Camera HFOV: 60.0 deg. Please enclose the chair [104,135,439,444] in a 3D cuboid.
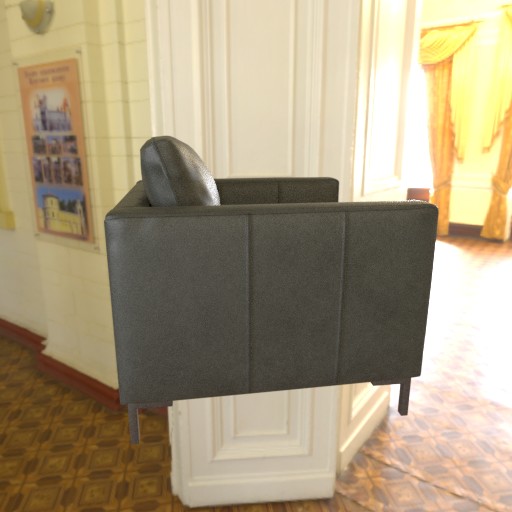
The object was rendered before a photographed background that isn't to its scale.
[{"bbox_3d":[0.000,0.000,1.506,0.861,0.824,0.967,-2,15,-9],"label":"chair"}]
